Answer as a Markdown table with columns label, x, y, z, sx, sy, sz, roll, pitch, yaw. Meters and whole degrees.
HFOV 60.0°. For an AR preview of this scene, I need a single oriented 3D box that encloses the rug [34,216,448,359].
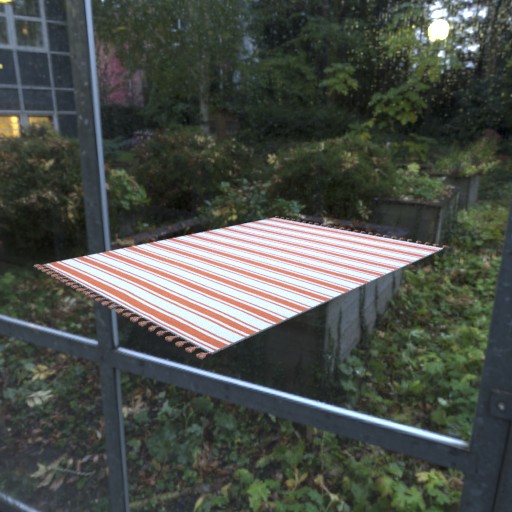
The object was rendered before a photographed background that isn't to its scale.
| label | x | y | z | sx | sy | sz | roll | pitch | yaw |
| --- | --- | --- | --- | --- | --- | --- | --- | --- | --- |
| rug | 0.000 | 0.000 | 4.409 | 2.451 | 0.035 | 3.369 | 15 | 22 | 42 |
